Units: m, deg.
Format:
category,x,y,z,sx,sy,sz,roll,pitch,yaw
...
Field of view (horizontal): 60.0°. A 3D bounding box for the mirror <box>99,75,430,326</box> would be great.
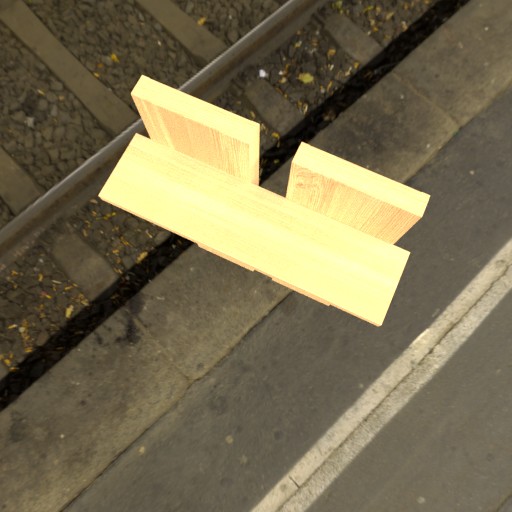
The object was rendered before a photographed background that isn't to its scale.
category,x,y,z,sx,sy,sz,roll,pitch,yaw
mirror,0.000,0.000,1.563,0.800,1.250,0.260,24,76,6
